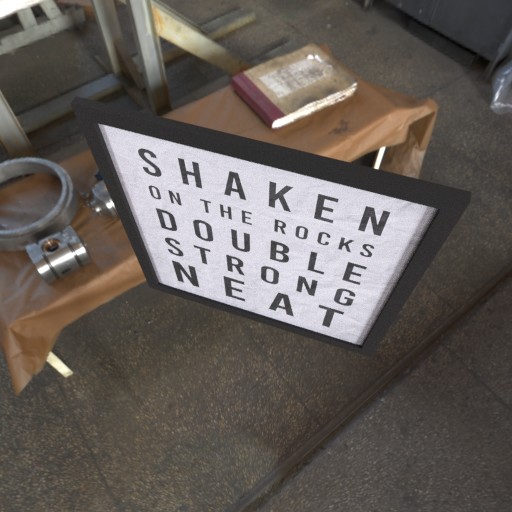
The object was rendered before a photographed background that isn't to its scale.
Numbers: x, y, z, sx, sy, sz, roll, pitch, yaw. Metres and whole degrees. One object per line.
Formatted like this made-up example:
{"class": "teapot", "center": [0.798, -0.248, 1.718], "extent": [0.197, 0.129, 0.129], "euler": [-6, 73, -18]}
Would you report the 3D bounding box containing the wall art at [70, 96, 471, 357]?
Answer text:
{"class": "wall art", "center": [0.000, 0.000, 0.677], "extent": [0.456, 0.458, 0.013], "euler": [16, 59, 10]}
